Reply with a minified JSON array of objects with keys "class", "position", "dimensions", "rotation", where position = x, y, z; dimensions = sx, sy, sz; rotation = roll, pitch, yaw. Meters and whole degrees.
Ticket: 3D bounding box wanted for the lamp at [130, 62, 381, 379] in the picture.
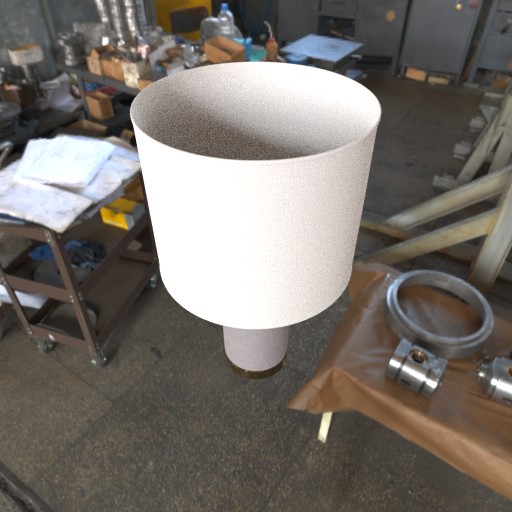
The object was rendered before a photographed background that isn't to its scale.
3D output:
[{"class":"lamp","position":[0.000,0.000,0.536],"dimensions":[0.229,0.380,0.229],"rotation":[0,41,0]}]
